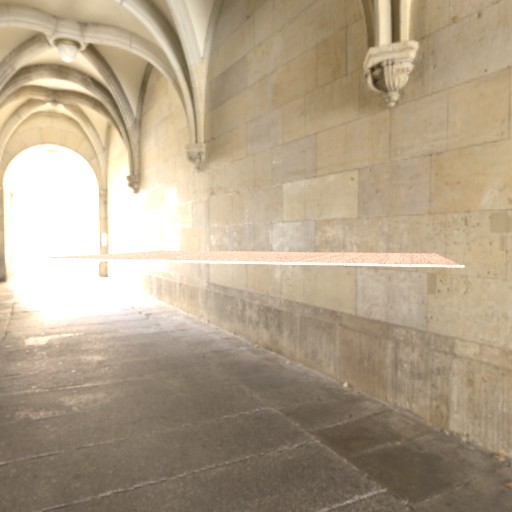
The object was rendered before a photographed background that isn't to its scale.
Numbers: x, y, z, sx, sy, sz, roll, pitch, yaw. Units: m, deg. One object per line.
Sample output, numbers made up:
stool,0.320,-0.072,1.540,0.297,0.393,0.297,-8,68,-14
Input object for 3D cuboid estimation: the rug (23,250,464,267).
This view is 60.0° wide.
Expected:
rug,0.000,0.000,2.319,1.840,0.013,1.225,1,2,18
